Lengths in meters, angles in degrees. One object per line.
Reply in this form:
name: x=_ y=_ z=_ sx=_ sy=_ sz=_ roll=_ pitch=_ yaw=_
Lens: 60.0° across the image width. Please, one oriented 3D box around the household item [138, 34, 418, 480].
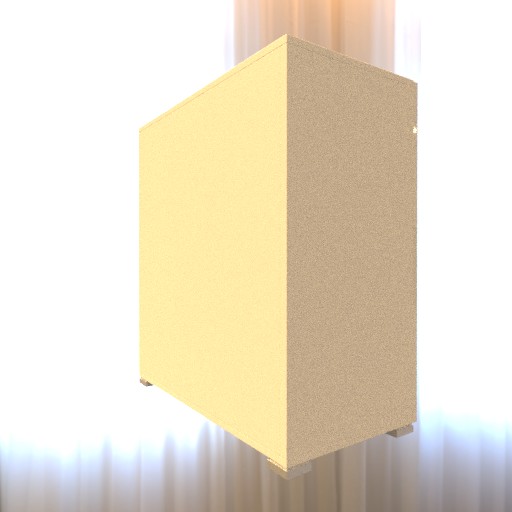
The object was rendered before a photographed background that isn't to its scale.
household item: x=0.000 y=0.000 z=1.311 sx=0.420 sy=0.870 sz=0.800 roll=0 pitch=1 yaw=-35
